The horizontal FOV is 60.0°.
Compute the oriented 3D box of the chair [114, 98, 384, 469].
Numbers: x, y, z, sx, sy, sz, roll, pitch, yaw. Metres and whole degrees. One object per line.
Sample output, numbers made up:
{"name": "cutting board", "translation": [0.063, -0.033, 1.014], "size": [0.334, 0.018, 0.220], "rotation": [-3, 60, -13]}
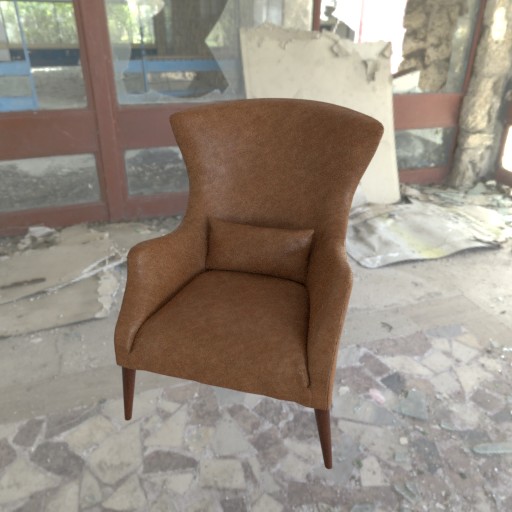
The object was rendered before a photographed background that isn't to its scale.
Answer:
{"name": "chair", "translation": [0.000, 0.000, 1.743], "size": [0.846, 1.067, 0.955], "rotation": [8, 28, 15]}
